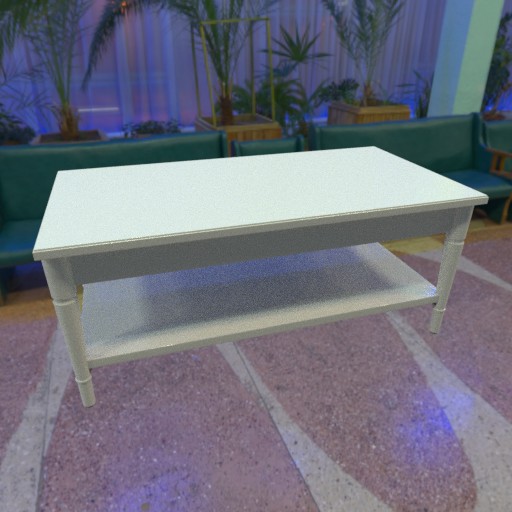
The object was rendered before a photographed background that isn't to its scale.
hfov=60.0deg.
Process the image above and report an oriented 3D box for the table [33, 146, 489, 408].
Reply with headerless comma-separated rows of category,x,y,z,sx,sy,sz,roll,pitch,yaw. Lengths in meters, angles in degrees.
table,0.000,0.000,1.327,1.067,0.457,0.559,-8,28,-15
